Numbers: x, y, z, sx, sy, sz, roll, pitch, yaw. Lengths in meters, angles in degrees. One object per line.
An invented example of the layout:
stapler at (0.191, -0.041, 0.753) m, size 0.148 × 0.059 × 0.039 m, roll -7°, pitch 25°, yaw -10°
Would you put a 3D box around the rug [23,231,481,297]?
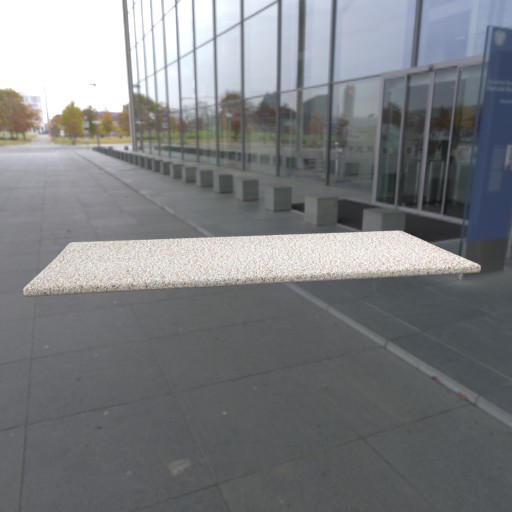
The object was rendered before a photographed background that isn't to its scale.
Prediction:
rug at (0.000, 0.000, 1.738) m, size 1.524 × 0.030 × 0.609 m, roll -2°, pitch 15°, yaw -9°
